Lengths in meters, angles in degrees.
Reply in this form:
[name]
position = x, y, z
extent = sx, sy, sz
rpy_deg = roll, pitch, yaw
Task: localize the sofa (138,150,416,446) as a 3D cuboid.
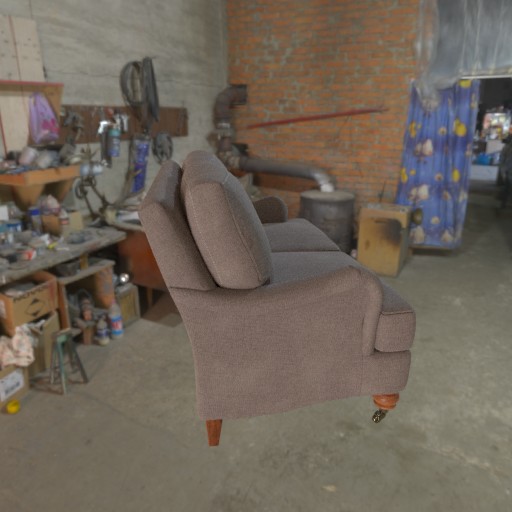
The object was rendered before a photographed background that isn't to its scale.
[sofa]
position = 0.000, 0.000, 2.538
extent = 1.084, 1.101, 1.853
rpy_deg = -3, 17, -8
